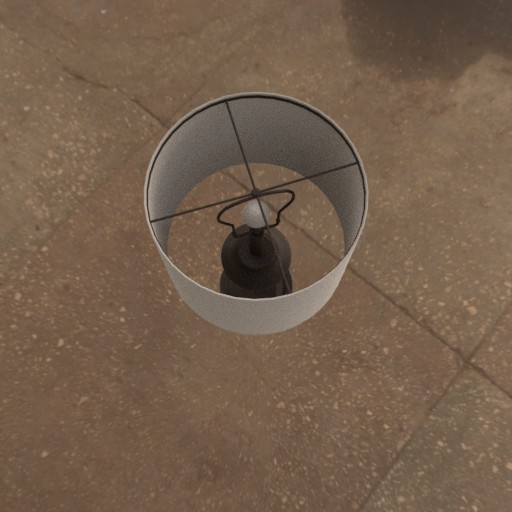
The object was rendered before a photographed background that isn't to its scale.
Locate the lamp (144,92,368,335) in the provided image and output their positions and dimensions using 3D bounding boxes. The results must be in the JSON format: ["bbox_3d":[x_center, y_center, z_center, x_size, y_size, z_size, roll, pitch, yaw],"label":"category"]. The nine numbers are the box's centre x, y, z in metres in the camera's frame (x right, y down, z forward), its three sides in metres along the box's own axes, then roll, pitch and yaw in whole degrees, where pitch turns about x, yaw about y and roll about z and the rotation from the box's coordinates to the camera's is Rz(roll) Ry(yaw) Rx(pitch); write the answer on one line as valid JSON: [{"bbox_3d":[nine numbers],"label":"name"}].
[{"bbox_3d":[0.000,0.000,0.680,0.251,0.509,0.251,0,75,0],"label":"lamp"}]
